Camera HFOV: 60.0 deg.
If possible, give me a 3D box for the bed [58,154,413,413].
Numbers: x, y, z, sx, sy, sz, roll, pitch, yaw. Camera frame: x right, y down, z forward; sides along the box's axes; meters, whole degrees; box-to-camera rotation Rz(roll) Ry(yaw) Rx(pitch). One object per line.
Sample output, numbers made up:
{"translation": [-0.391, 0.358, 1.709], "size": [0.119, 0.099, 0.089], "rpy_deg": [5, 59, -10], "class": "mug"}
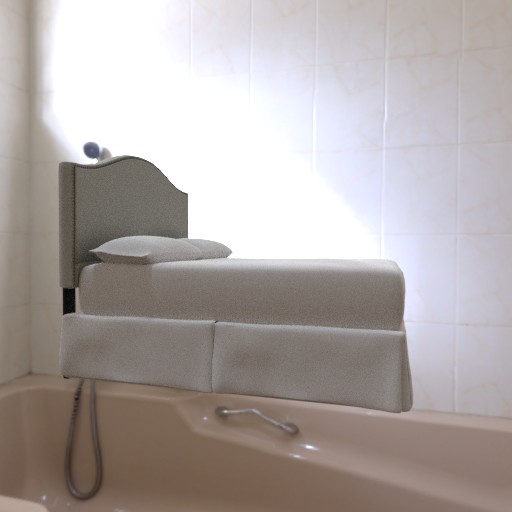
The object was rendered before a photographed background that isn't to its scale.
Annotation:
{"translation": [0.000, 0.000, 3.354], "size": [2.180, 1.607, 1.813], "rpy_deg": [0, 1, 17], "class": "bed"}
